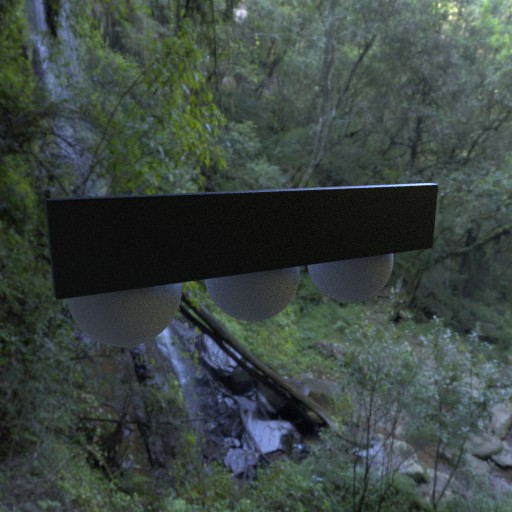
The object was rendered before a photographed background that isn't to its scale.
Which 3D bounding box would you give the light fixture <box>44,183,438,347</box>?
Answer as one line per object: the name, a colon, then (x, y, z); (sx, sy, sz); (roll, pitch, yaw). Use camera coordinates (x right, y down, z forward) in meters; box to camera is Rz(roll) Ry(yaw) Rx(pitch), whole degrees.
light fixture: (0.000, 0.000, 0.848); (0.721, 0.263, 0.218); (-7, 14, -28)
